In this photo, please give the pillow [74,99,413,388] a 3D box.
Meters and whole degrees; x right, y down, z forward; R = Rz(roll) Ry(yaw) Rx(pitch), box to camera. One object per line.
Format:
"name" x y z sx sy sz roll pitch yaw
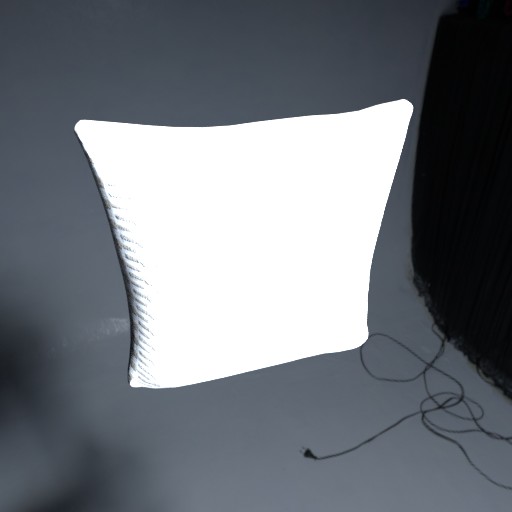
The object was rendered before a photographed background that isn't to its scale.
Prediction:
"pillow" 0.000 0.000 0.761 0.496 0.491 0.219 -9 31 -15
